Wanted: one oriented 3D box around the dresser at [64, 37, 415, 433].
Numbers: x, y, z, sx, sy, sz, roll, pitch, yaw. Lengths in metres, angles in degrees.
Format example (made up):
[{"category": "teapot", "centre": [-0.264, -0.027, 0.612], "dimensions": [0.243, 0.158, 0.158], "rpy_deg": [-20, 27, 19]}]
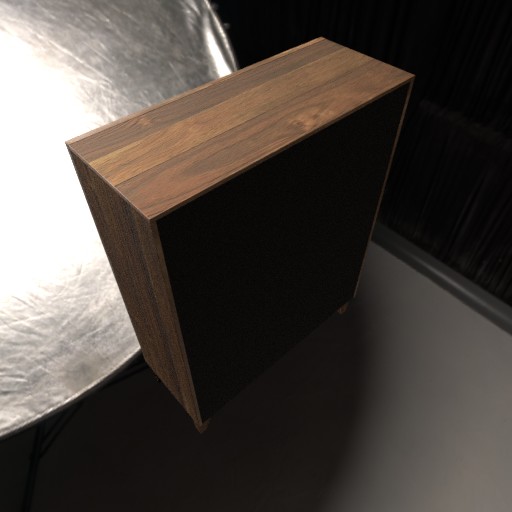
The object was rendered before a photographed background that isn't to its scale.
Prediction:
[{"category": "dresser", "centre": [0.000, 0.000, 1.885], "dimensions": [1.062, 1.393, 0.442], "rpy_deg": [-34, 56, -27]}]
